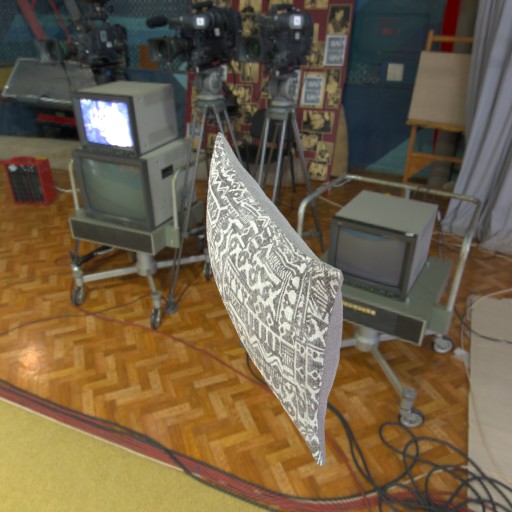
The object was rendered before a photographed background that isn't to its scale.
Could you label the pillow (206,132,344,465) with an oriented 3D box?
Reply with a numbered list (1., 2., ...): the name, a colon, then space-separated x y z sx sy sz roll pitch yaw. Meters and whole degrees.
1. pillow: 0.000 0.000 0.769 0.148 0.290 0.631 -8 30 -14
